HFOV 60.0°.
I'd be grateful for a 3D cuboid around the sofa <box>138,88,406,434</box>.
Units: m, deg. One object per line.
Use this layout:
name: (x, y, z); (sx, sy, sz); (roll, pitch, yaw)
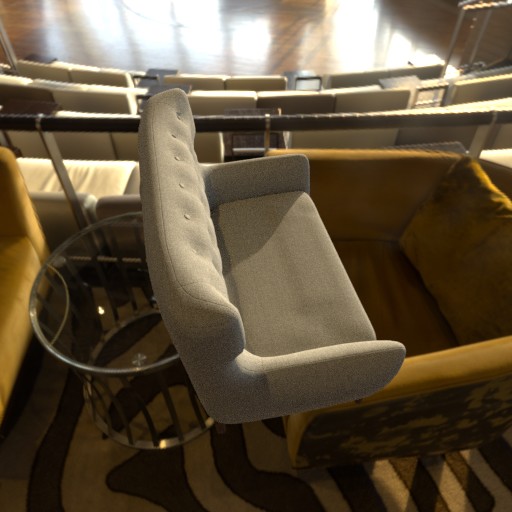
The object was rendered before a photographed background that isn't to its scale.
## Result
sofa: (0.000, 0.000, 2.027); (0.884, 1.028, 1.386); (-9, 48, -8)
